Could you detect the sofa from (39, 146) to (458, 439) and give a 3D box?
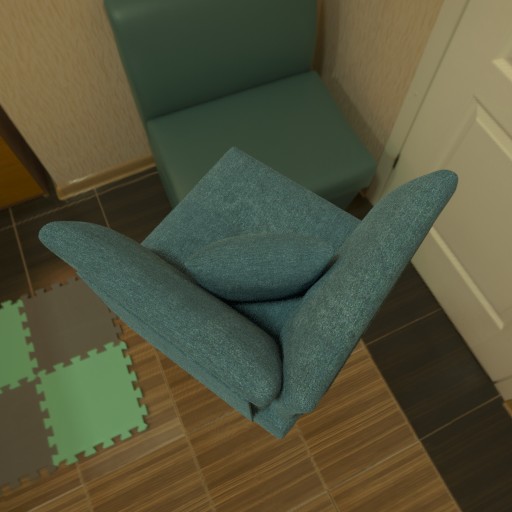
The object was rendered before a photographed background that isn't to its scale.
[{"bbox_3d":[0.000,0.000,1.772,1.000,0.820,1.000,33,69,15],"label":"sofa"}]
